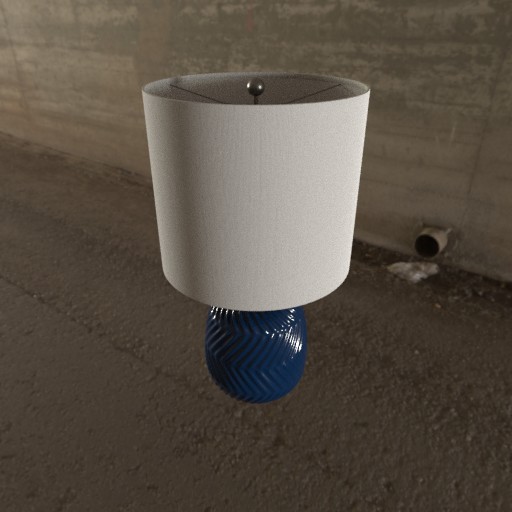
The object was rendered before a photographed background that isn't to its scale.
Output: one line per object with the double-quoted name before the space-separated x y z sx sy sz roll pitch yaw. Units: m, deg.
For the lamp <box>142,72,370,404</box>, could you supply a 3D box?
"lamp" 0.000 0.000 0.490 0.203 0.368 0.203 0 29 -1
